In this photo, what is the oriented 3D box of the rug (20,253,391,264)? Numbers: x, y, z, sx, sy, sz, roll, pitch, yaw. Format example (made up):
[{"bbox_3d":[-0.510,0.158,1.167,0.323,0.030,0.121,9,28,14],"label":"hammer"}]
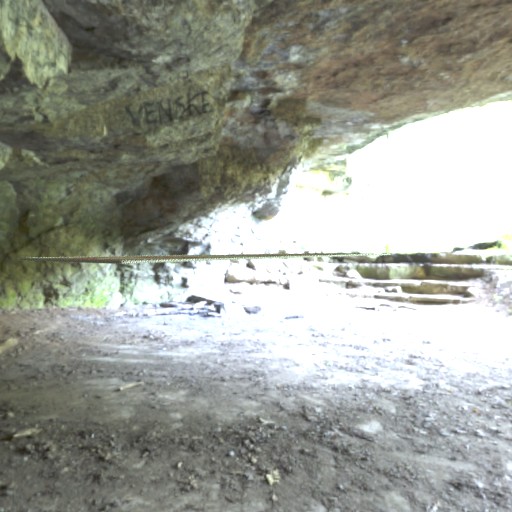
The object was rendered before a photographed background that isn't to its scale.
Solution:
[{"bbox_3d":[0.000,0.000,2.009,0.562,0.009,1.824,1,1,38],"label":"rug"}]
